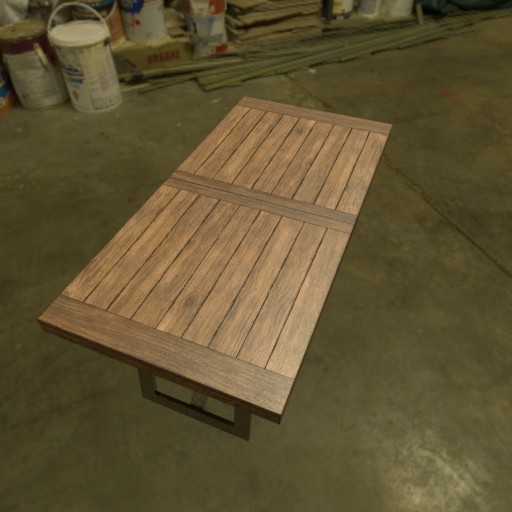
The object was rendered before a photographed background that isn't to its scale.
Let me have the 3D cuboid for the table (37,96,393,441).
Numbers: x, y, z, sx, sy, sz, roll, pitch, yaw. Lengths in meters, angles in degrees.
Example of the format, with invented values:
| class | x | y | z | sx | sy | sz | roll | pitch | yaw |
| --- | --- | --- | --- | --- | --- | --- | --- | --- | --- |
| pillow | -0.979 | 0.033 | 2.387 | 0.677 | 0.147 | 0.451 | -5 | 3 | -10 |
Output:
| class | x | y | z | sx | sy | sz | roll | pitch | yaw |
| --- | --- | --- | --- | --- | --- | --- | --- | --- | --- |
| table | 0.000 | 0.000 | 2.337 | 0.931 | 0.757 | 1.867 | 16 | 48 | 15 |
